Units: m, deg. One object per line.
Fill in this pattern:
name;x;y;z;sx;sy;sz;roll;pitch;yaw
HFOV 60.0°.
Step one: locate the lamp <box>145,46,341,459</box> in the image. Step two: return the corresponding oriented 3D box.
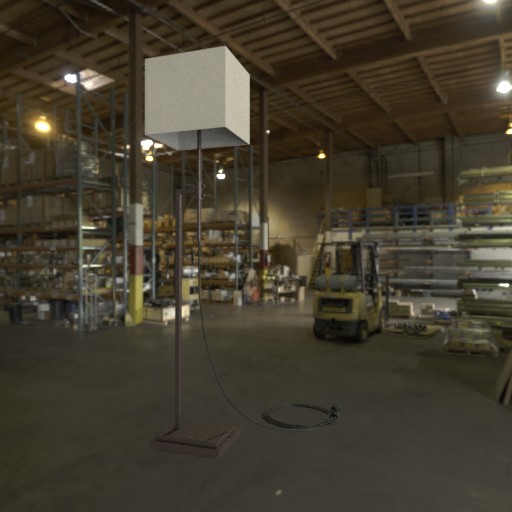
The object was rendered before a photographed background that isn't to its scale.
lamp;0.000;0.000;2.056;0.698;1.600;0.774;0;0;18
